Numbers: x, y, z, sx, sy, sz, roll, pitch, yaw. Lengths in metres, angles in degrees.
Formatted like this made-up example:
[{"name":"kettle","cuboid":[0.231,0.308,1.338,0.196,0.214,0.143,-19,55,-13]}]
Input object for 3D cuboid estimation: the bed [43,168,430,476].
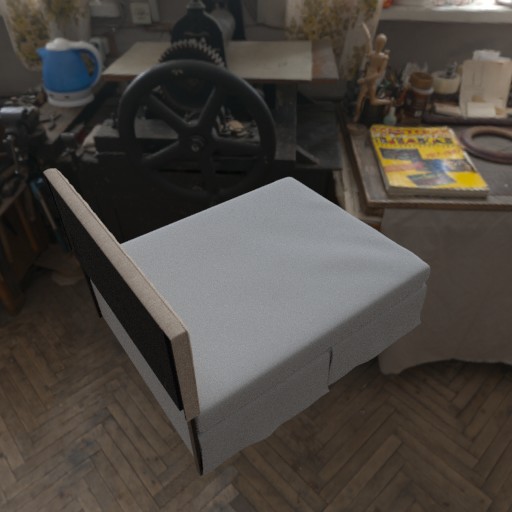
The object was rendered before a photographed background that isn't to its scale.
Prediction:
[{"name":"bed","cuboid":[0.000,0.000,3.011,1.978,1.270,1.643,-26,47,-27]}]
